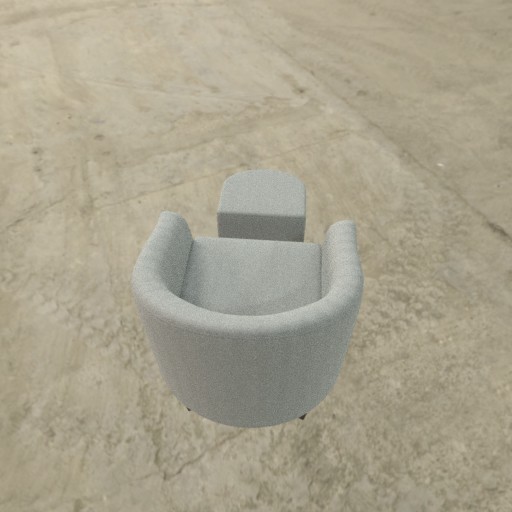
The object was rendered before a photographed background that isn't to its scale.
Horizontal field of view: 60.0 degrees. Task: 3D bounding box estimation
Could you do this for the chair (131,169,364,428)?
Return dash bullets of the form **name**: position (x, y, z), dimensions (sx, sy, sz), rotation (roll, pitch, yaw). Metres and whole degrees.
- **chair**: position (0.000, 0.000, 1.821), dimensions (0.756, 0.757, 1.288), rotation (3, 46, 3)
